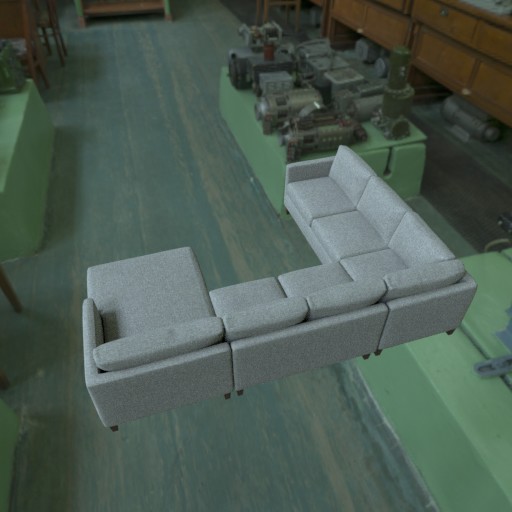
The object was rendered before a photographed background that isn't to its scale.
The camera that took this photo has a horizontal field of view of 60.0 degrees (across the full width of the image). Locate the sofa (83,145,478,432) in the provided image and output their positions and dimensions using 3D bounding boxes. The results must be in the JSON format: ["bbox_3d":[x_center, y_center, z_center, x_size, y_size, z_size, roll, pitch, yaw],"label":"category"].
[{"bbox_3d":[0.000,0.000,4.681,3.460,0.959,2.593,-12,43,-13],"label":"sofa"}]
